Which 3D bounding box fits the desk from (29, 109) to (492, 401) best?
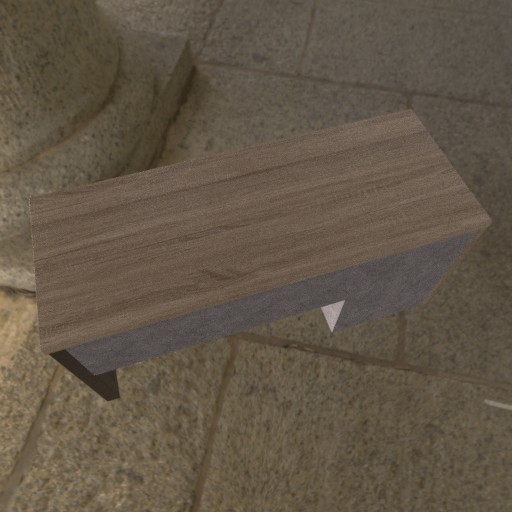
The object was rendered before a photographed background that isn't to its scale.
[{"bbox_3d":[0.000,0.000,2.075,1.700,0.760,0.690,-15,60,-9],"label":"desk"}]
